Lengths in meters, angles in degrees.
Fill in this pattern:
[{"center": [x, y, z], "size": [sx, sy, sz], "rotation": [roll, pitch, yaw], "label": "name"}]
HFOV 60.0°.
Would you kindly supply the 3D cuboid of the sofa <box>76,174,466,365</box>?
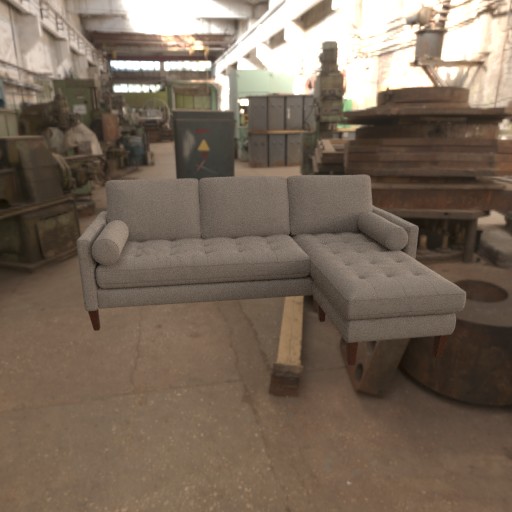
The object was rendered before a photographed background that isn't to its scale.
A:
[{"center": [0.000, 0.000, 2.881], "size": [2.178, 0.875, 1.506], "rotation": [-3, 18, -9], "label": "sofa"}]
